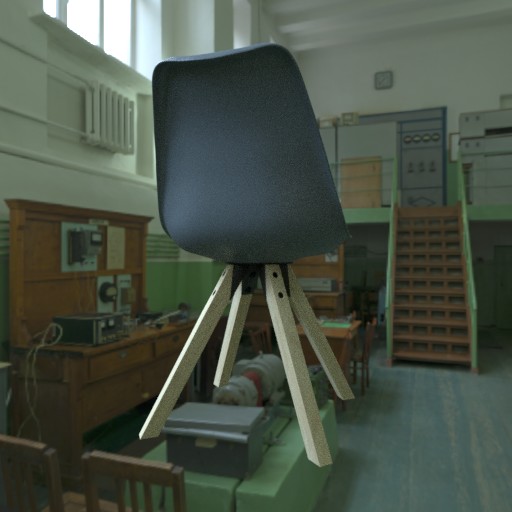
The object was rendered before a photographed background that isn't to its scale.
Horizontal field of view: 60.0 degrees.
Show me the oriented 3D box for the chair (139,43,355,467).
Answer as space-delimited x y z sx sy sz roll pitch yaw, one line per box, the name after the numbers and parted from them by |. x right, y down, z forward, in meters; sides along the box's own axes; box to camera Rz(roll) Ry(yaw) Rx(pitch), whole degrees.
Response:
0.000 0.000 1.155 0.485 0.850 0.550 0 0 19 | chair
